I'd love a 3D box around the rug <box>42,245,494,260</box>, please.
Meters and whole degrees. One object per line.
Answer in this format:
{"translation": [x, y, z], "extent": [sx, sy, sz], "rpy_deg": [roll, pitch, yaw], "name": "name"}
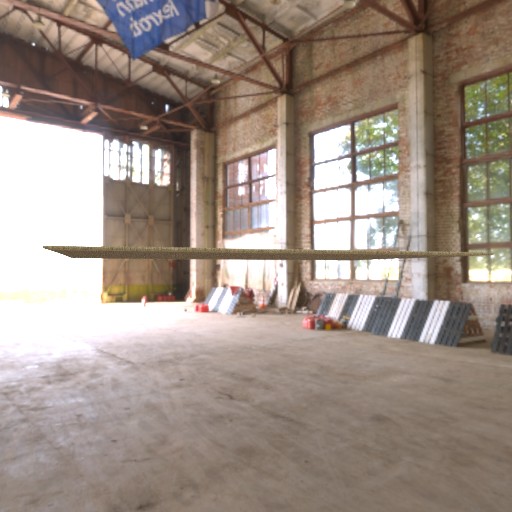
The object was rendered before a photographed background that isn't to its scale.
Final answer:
{"translation": [0.000, 0.000, 2.272], "extent": [1.846, 0.014, 1.243], "rpy_deg": [1, -2, -19], "name": "rug"}
